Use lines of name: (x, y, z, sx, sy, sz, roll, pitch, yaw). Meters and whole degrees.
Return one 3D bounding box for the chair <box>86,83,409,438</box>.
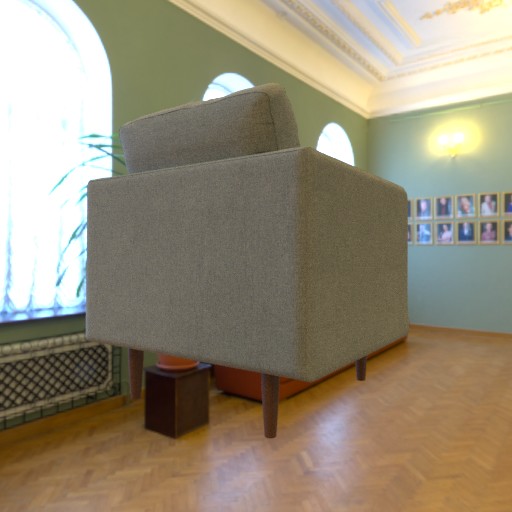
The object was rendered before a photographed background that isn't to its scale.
chair: (0.000, 0.000, 1.550, 0.855, 0.927, 0.800, 0, 0, 35)
